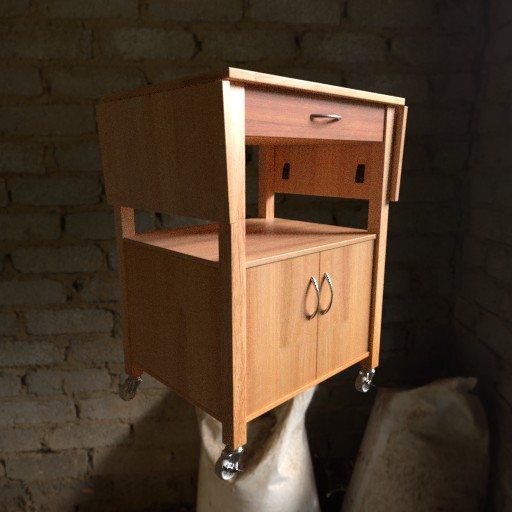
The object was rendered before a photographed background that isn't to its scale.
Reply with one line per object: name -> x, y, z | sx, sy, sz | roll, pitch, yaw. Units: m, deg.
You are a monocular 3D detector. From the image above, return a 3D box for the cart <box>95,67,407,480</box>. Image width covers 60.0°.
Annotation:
cart -> 0.000, 0.000, 1.233 | 0.640, 0.838, 0.508 | -12, 17, -42
